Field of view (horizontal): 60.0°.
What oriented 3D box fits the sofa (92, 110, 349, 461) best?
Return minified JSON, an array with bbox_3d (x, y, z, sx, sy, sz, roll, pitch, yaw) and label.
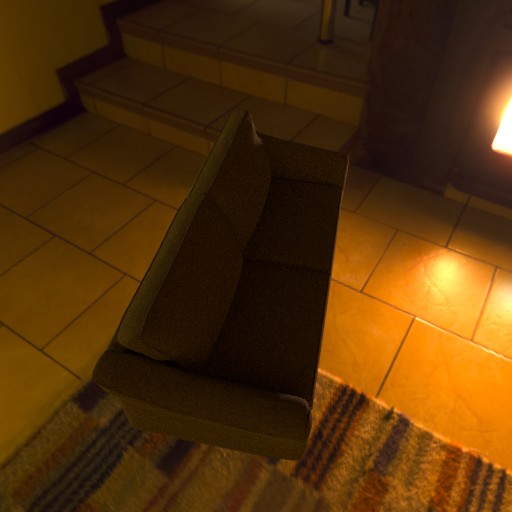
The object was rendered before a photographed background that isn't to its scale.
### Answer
[{"bbox_3d":[0.000,0.000,2.768,0.971,0.950,2.270,9,47,9],"label":"sofa"}]
